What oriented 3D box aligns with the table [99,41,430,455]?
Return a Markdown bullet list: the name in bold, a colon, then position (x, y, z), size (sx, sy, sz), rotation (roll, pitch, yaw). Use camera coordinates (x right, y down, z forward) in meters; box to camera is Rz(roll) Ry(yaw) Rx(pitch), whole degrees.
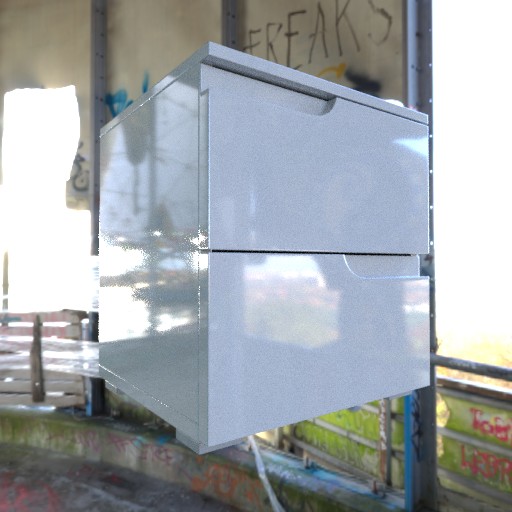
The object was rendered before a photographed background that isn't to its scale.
- **table**: position (0.000, 0.000, 0.775), size (0.420, 0.470, 0.400), rotation (1, -1, -36)
